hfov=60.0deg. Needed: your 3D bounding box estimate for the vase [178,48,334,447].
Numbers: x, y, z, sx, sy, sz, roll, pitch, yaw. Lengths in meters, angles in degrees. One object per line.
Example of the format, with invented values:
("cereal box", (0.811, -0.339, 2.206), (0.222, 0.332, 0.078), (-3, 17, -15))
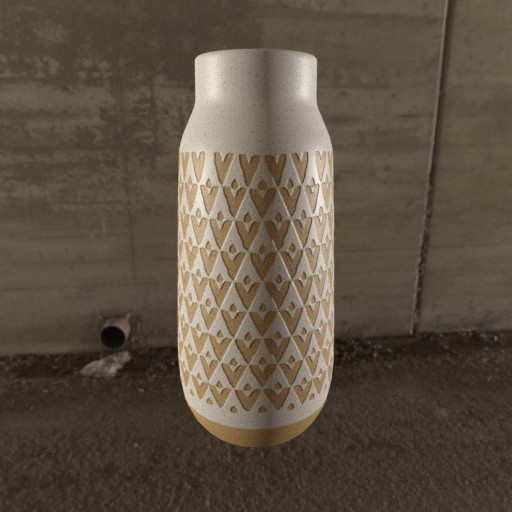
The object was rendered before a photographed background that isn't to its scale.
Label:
("vase", (0.000, 0.000, 0.373), (0.137, 0.307, 0.137), (0, 16, 0))
